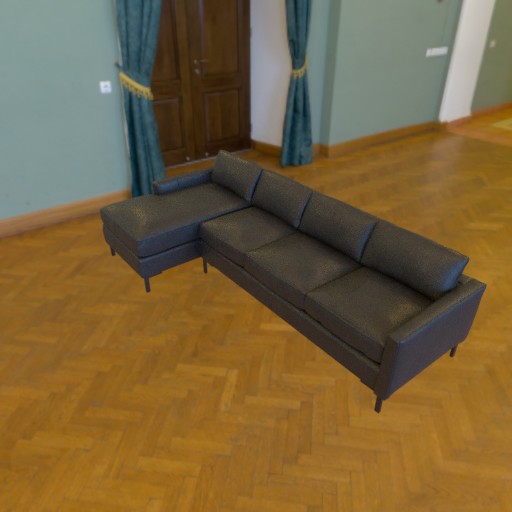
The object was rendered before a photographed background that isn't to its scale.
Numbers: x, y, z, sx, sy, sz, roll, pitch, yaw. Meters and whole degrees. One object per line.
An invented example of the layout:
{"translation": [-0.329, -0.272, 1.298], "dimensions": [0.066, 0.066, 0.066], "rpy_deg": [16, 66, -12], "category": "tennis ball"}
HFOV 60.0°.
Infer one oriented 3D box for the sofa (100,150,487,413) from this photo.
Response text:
{"translation": [0.000, 0.000, 3.586], "dimensions": [1.471, 0.859, 2.993], "rpy_deg": [-22, 37, -32], "category": "sofa"}
